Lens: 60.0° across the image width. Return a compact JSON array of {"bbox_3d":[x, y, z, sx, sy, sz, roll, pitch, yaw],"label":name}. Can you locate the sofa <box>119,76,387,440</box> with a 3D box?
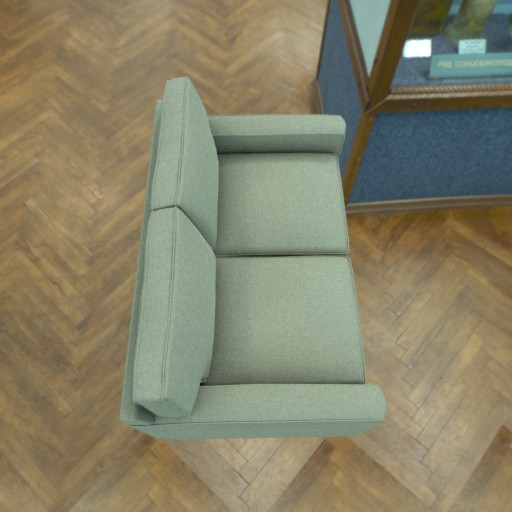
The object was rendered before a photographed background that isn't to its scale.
[{"bbox_3d":[0.000,0.000,2.030,0.940,0.853,1.484,-1,63,0],"label":"sofa"}]
